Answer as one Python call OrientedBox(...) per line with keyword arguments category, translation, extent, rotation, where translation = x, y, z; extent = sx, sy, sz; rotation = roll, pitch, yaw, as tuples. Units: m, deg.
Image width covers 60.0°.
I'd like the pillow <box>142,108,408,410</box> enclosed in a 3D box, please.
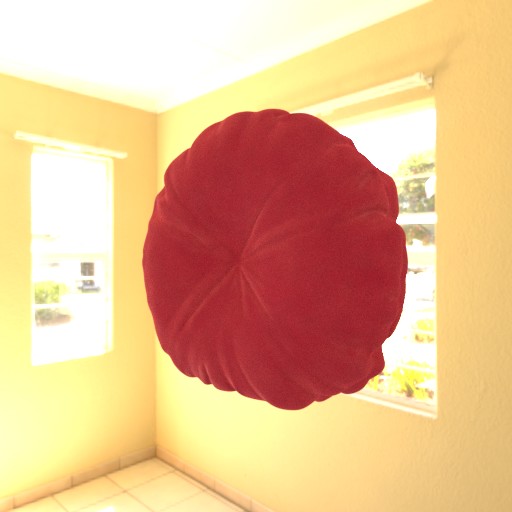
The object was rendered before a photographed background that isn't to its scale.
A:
OrientedBox(category="pillow", translation=(0.000, 0.000, 0.638), extent=(0.428, 0.407, 0.148), rotation=(0, 1, 35))
